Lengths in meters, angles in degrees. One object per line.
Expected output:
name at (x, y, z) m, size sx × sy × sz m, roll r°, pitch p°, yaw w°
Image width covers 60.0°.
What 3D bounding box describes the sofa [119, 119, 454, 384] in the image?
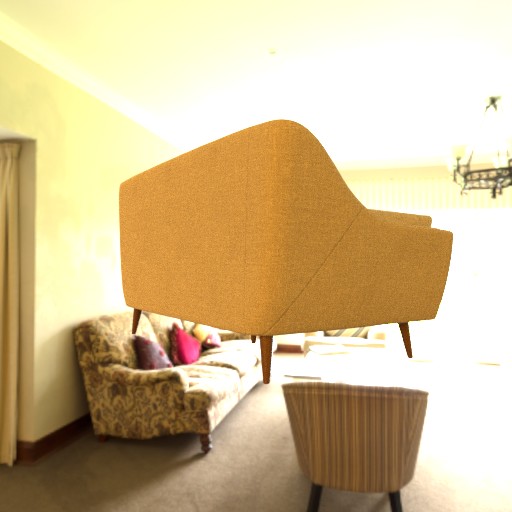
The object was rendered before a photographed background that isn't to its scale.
sofa at (0.000, 0.000, 2.262) m, size 0.965 × 0.888 × 1.652 m, roll 1°, pitch -1°, yaw -35°
